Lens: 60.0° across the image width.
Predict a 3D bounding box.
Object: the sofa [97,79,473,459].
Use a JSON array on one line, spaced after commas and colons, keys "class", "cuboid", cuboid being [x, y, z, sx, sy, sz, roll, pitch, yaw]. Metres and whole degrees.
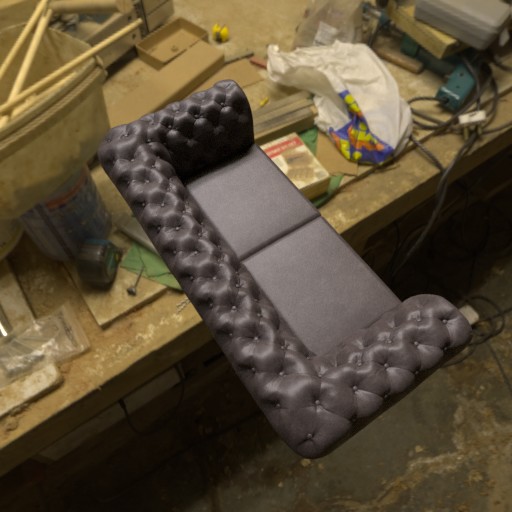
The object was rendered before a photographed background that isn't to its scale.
[{"class": "sofa", "cuboid": [0.000, 0.000, 2.459, 0.944, 0.779, 2.048, -30, 64, -16]}]
